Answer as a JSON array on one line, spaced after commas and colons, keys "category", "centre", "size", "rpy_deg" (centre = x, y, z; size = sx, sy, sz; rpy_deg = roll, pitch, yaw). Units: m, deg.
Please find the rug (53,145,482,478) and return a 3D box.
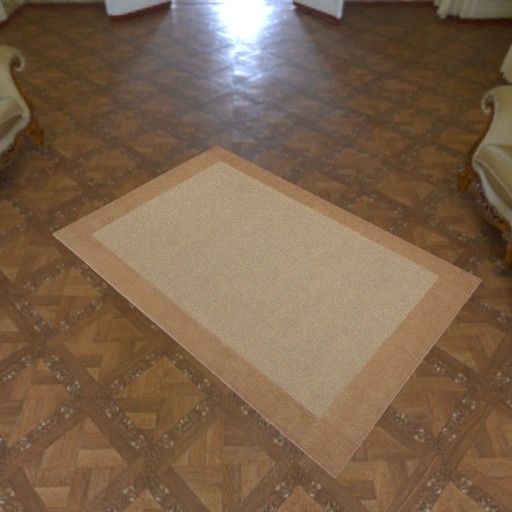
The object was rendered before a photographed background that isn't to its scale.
[{"category": "rug", "centre": [0.000, 0.000, 2.248], "size": [1.829, 0.014, 1.219], "rpy_deg": [33, 53, 29]}]
